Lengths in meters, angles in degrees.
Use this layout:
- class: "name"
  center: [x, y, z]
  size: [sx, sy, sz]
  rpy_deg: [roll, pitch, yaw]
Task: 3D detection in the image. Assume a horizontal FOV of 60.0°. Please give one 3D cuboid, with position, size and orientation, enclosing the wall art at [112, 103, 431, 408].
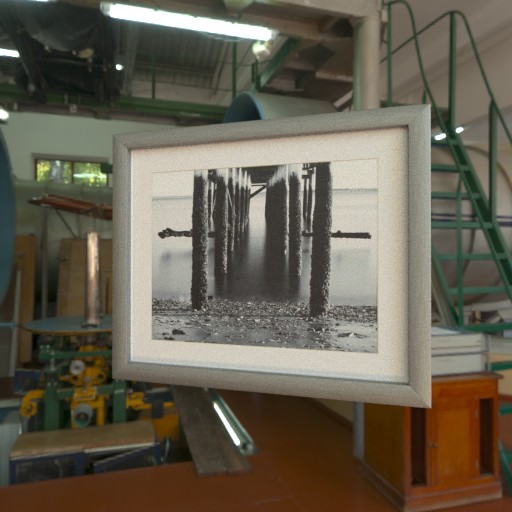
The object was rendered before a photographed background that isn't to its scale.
- class: "wall art"
  center: [0.000, 0.000, 0.757]
  size: [0.556, 0.457, 0.028]
  rpy_deg: [0, 0, 17]
